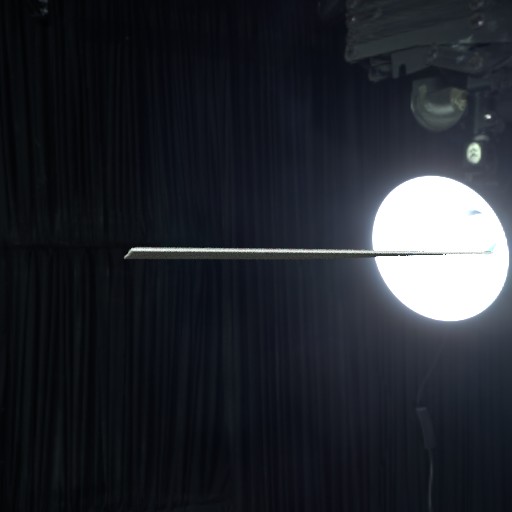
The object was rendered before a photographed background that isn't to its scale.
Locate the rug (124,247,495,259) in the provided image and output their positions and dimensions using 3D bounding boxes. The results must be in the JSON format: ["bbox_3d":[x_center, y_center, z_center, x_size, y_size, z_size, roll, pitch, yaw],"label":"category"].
[{"bbox_3d":[0.000,0.000,2.834,1.598,0.014,2.202,0,-1,-17],"label":"rug"}]
